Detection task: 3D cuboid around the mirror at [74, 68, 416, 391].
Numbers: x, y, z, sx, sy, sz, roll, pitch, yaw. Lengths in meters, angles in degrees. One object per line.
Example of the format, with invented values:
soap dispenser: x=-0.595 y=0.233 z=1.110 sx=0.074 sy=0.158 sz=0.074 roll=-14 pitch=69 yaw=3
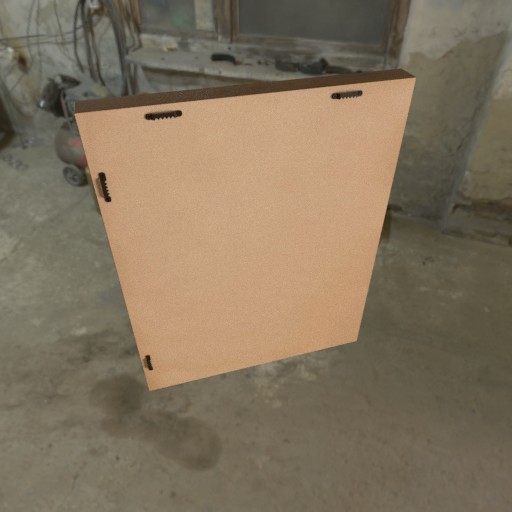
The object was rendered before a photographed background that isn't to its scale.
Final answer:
mirror: x=0.000 y=0.000 z=0.681 sx=0.406 sy=0.509 sz=0.041 roll=-11 pitch=41 yaw=-12
